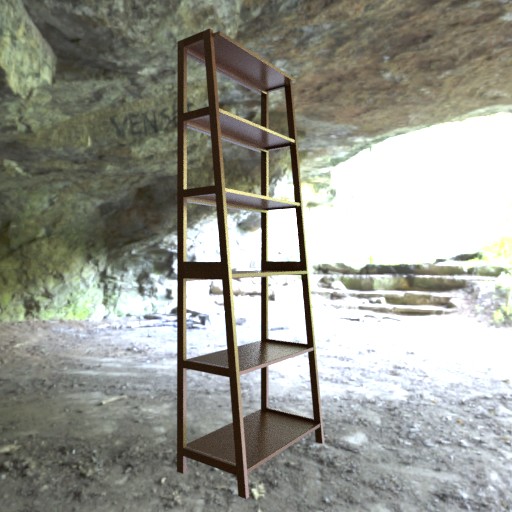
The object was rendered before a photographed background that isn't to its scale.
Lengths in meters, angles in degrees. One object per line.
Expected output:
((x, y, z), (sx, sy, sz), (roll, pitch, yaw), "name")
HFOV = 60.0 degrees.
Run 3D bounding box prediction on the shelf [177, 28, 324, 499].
((0.000, 0.000, 2.102), (0.382, 1.892, 0.660), (0, -1, 36), "shelf")
